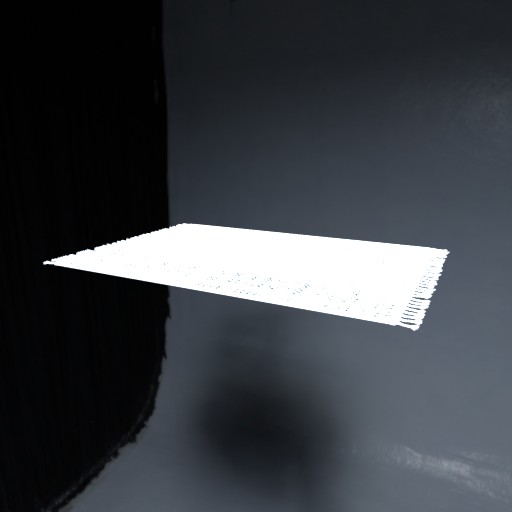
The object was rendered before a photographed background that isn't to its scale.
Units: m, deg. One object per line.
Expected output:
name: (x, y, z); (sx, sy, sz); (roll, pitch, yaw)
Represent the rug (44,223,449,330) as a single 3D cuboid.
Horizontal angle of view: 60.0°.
rug: (0.000, 0.000, 2.418); (1.872, 0.013, 1.243); (7, 16, 26)
